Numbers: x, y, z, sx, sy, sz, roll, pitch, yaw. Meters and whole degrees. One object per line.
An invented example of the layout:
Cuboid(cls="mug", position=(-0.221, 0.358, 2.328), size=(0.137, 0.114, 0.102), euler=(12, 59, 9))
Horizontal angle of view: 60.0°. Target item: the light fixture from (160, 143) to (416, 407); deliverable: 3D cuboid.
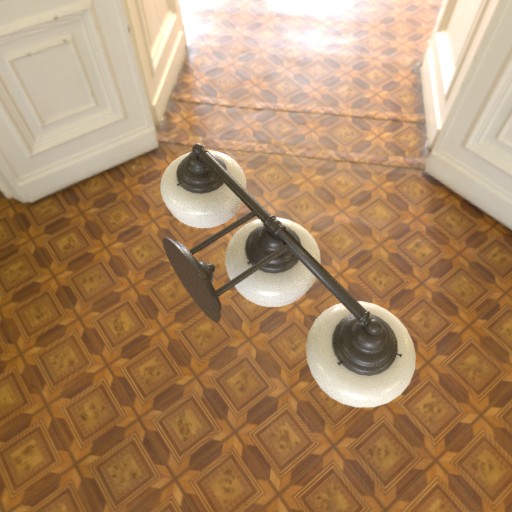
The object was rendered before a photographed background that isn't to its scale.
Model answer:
Cuboid(cls="light fixture", position=(0.000, 0.000, 0.715), size=(0.239, 0.242, 0.587), euler=(-33, 64, -19))
